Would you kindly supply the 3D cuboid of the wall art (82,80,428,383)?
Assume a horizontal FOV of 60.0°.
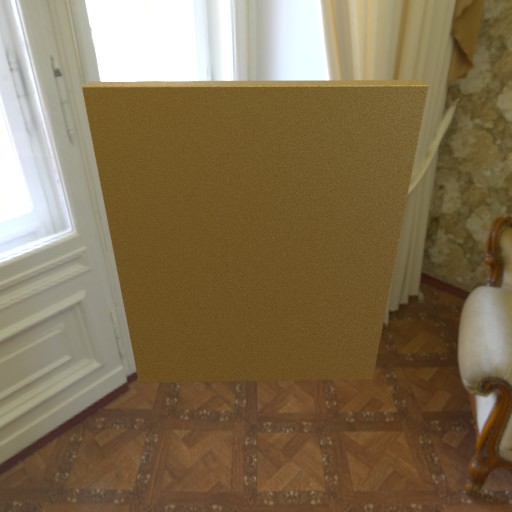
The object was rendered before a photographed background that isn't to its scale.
[{"bbox_3d":[0.000,0.000,0.871,0.537,0.642,0.048,-1,31,-1],"label":"wall art"}]
